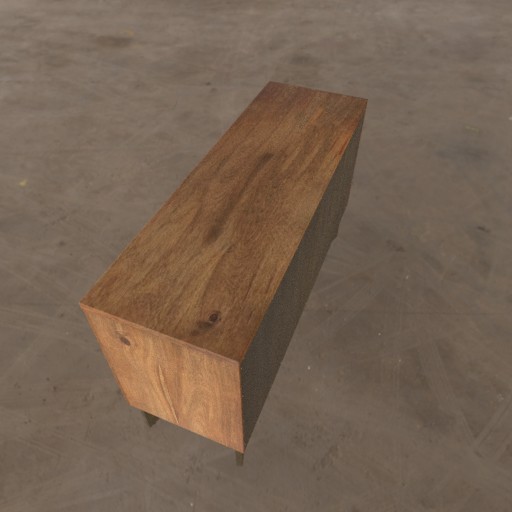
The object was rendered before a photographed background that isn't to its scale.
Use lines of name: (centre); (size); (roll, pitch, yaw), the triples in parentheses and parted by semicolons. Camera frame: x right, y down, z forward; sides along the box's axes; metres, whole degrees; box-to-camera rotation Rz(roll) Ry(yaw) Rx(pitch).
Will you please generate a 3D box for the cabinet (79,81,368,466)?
cabinet: (0.000, 0.000, 1.826); (0.480, 0.812, 1.373); (17, 49, 15)
